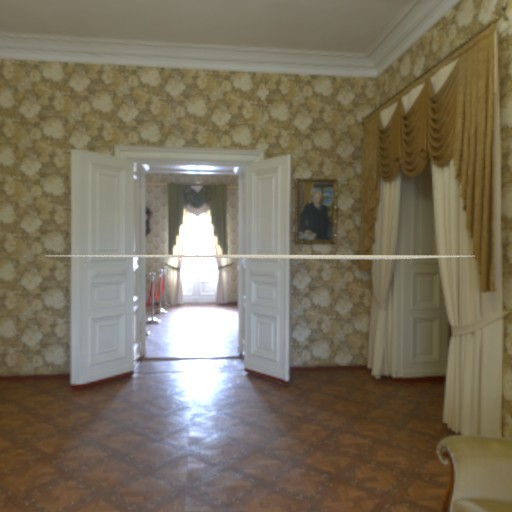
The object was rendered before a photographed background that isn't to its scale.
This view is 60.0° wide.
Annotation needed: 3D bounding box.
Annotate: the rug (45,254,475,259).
[{"bbox_3d":[0.000,0.000,3.615,2.895,0.006,1.981,0,1,37],"label":"rug"}]
